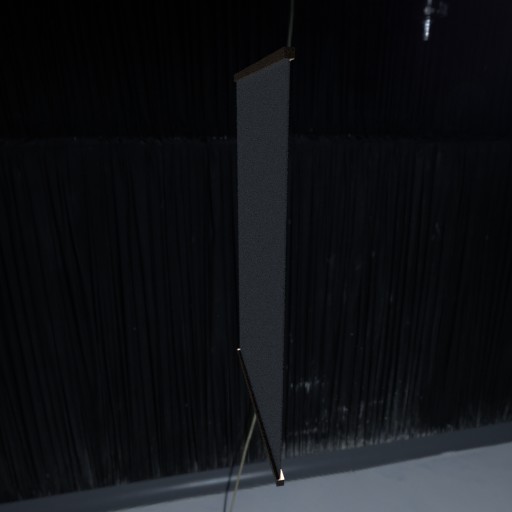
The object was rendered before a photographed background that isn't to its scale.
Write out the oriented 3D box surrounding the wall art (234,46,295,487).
[{"bbox_3d":[0.000,0.000,1.909,0.030,1.519,0.990,-3,18,-10],"label":"wall art"}]
